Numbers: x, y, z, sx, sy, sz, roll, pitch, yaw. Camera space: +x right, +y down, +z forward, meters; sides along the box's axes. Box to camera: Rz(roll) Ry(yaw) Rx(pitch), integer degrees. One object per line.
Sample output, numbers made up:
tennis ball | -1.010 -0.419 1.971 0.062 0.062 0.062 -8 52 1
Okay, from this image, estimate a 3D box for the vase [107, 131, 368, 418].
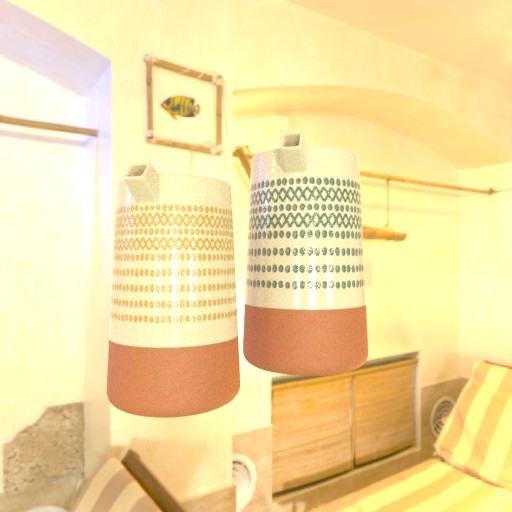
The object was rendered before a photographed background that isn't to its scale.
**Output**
vase | 0.000 0.000 0.468 0.326 0.247 0.168 0 0 -35
